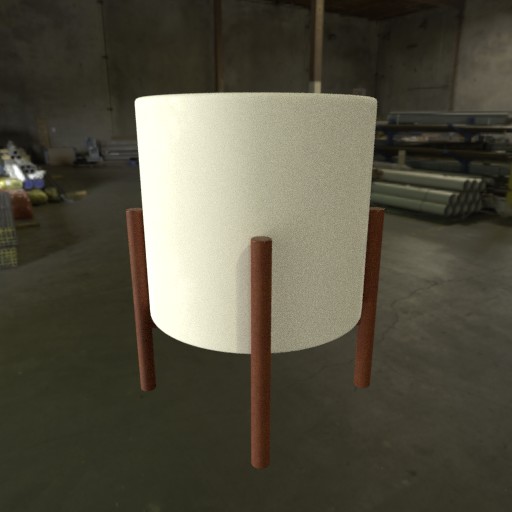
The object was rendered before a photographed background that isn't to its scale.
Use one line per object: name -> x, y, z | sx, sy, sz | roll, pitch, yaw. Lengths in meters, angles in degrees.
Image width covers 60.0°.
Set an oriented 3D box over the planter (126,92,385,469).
planter -> 0.000, 0.000, 0.875 | 0.420, 0.581, 0.421 | -15, 23, -42
